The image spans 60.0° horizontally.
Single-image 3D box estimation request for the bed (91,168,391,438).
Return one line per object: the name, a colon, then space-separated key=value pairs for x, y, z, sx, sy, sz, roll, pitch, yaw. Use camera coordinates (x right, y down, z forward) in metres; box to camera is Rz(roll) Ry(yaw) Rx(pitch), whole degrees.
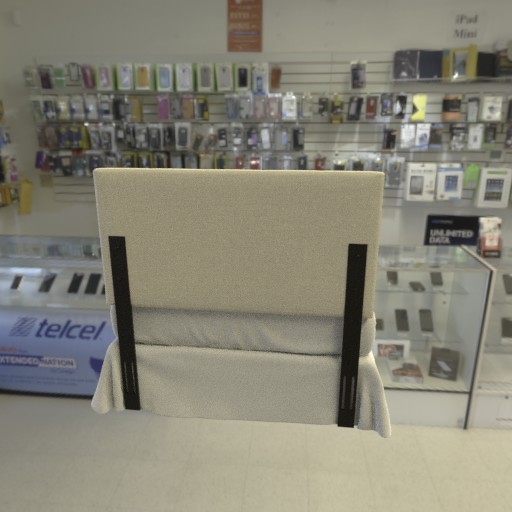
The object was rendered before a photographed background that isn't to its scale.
bed: x=0.000 y=0.000 z=3.602 sx=1.936 sy=1.577 sz=2.222 roll=2 pitch=17 yaw=7
